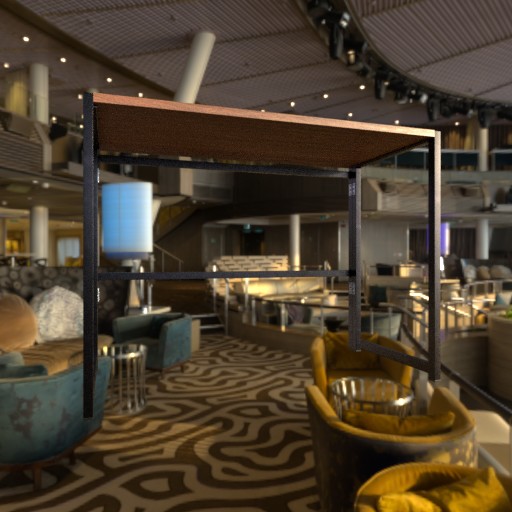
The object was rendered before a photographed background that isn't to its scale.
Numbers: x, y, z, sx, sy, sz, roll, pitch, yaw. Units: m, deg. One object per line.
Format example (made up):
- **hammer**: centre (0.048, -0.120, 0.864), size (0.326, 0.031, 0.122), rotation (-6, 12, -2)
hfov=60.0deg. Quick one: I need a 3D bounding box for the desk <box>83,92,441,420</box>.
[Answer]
- **desk**: centre (0.000, 0.000, 1.425), size (1.016, 0.762, 0.508), rotation (0, 0, -18)
